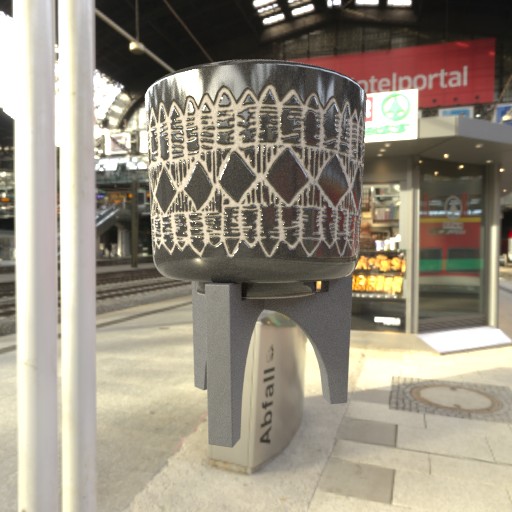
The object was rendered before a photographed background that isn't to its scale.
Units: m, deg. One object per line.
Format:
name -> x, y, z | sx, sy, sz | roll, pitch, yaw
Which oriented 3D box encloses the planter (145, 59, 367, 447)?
planter -> 0.000, 0.000, 0.519 | 0.251, 0.355, 0.251 | 0, 1, 18
